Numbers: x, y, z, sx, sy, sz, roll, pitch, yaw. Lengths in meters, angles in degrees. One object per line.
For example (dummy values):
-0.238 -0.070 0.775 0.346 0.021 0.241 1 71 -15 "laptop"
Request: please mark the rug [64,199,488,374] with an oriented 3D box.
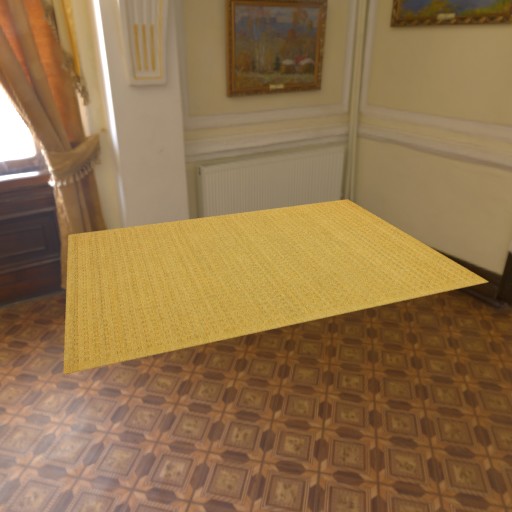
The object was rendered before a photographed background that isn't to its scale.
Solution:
0.000 0.000 3.631 2.895 0.006 1.981 -9 27 -18 "rug"
